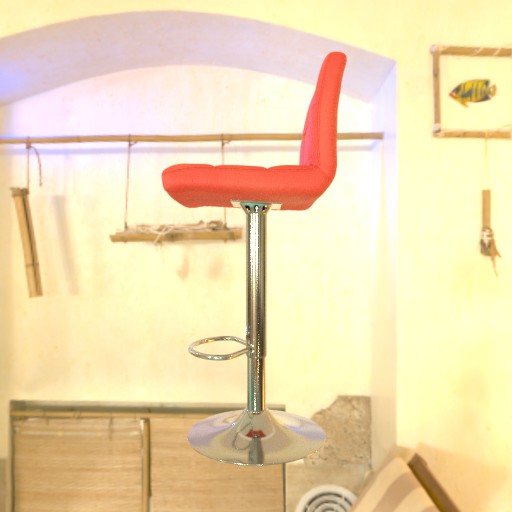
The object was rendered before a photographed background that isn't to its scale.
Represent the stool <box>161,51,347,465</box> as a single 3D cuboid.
[{"bbox_3d":[0.000,0.000,1.381,0.505,1.115,0.430,0,0,1],"label":"stool"}]
